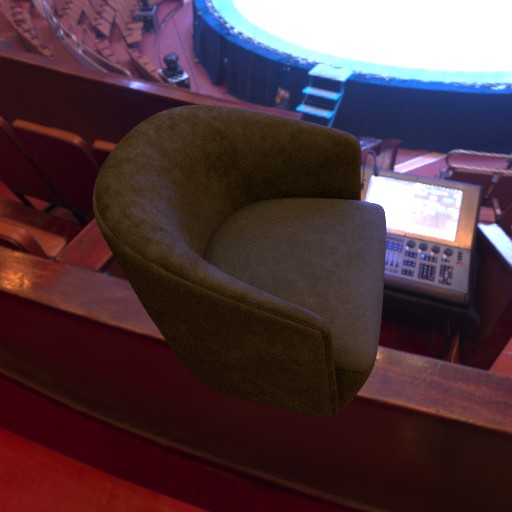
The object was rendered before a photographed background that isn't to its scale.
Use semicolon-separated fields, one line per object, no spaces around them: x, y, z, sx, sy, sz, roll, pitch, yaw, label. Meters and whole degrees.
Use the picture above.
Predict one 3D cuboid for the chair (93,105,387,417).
0.000;0.000;1.343;0.767;0.698;0.773;10;46;10;chair
